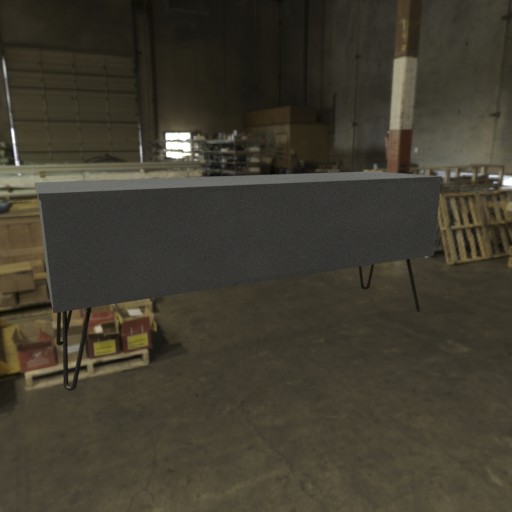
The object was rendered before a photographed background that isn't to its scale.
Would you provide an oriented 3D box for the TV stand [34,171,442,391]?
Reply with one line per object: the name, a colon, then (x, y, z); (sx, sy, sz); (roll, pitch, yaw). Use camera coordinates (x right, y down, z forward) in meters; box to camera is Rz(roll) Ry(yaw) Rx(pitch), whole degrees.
TV stand: (0.000, 0.000, 1.633); (1.400, 0.560, 0.400); (-7, 16, -26)
